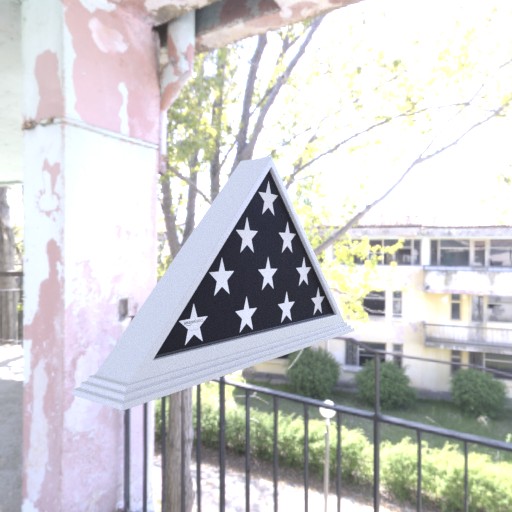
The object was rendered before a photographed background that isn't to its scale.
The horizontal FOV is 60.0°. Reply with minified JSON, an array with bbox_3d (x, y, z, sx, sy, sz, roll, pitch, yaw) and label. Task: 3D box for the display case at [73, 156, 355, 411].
[{"bbox_3d":[0.000,0.000,0.775,0.095,0.340,0.640,0,0,35],"label":"display case"}]
